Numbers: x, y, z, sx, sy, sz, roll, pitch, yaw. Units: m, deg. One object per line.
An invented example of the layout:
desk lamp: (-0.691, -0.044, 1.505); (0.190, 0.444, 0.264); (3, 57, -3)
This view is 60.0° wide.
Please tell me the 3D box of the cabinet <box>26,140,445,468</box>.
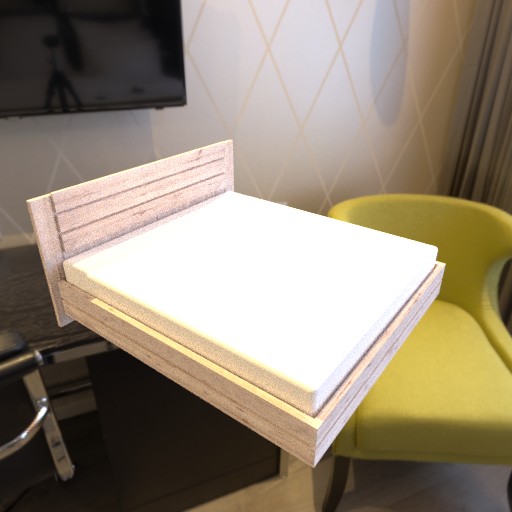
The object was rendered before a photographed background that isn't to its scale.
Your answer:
cabinet: (0.000, 0.000, 3.088); (2.080, 0.970, 1.950); (20, 34, 32)
